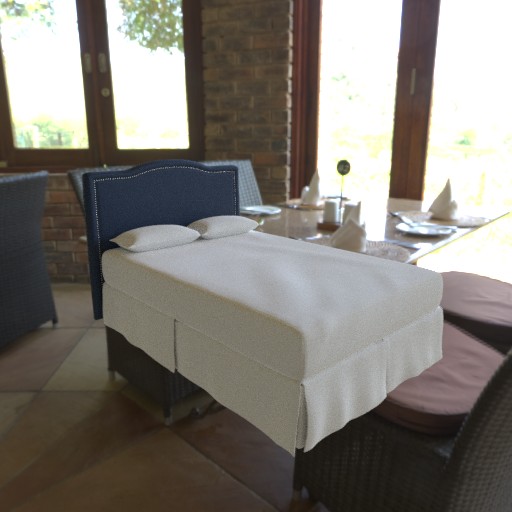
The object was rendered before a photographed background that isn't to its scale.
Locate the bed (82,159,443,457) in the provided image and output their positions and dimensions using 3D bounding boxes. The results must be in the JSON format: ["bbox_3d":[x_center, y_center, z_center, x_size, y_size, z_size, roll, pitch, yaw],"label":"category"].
[{"bbox_3d":[0.000,0.000,3.558,1.741,1.441,2.507,-13,20,-41],"label":"bed"}]
